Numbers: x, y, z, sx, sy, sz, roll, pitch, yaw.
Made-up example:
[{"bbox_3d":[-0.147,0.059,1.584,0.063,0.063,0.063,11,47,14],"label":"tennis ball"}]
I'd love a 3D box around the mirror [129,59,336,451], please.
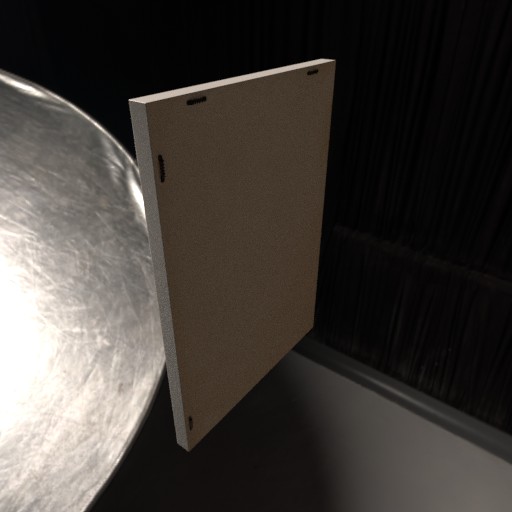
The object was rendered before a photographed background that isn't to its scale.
[{"bbox_3d":[0.000,0.000,0.932,0.039,0.710,0.507,21,37,31],"label":"mirror"}]
